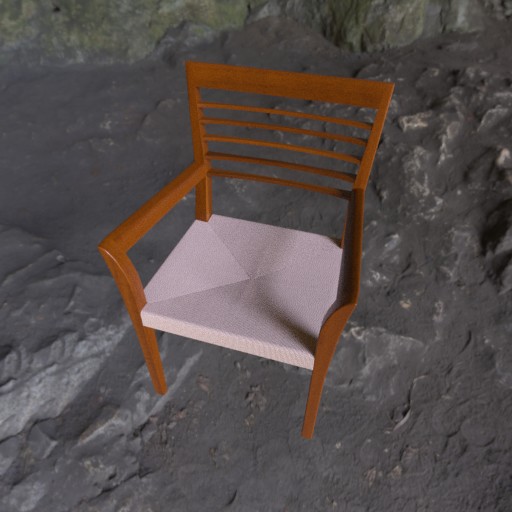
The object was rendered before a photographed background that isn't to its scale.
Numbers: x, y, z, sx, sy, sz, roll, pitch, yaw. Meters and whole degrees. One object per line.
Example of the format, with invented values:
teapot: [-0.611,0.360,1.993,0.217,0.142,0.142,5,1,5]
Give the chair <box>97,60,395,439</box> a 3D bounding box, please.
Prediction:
chair: [0.000,0.000,1.246,0.587,0.855,0.540,12,43,13]
